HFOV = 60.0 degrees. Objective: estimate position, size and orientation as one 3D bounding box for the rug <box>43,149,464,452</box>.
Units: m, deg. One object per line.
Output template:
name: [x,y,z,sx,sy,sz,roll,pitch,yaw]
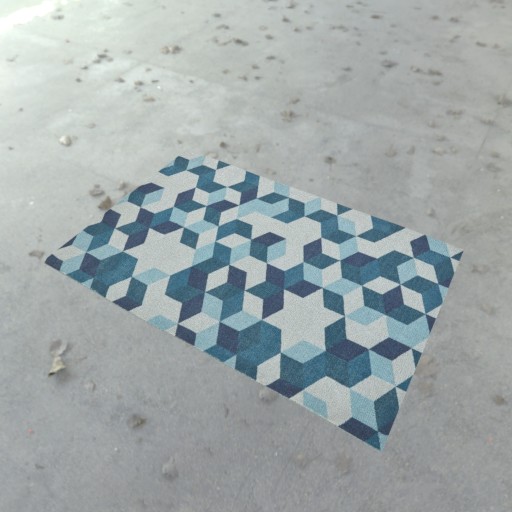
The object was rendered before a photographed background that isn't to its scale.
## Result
rug: [0.000,0.000,2.313,1.829,0.014,1.235,24,51,21]
